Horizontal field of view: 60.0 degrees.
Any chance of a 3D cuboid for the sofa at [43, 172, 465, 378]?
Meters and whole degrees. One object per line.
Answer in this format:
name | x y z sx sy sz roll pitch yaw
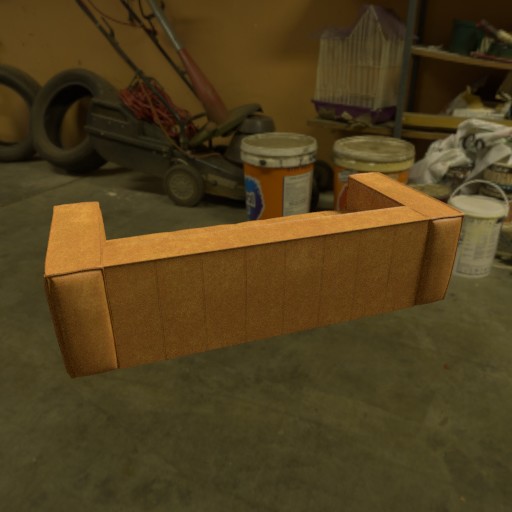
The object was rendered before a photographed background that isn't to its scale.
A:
sofa | 0.000 0.000 3.084 2.581 0.701 1.102 -9 28 -17
